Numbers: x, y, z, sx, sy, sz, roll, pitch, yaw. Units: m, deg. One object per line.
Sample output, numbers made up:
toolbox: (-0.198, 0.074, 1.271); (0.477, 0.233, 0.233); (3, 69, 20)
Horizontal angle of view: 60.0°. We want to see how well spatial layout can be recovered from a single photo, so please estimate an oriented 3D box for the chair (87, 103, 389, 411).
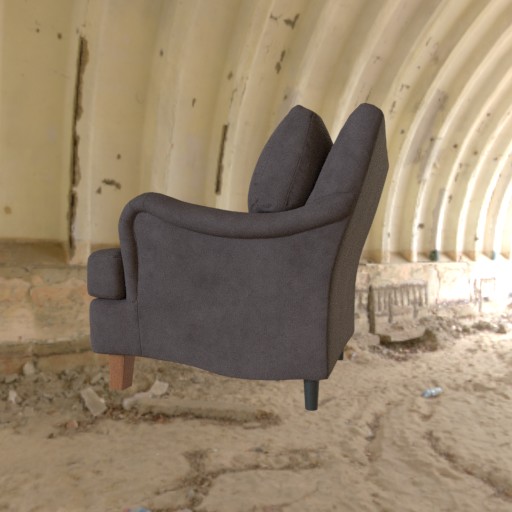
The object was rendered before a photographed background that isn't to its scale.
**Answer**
chair: (0.000, 0.000, 1.882); (1.070, 0.997, 0.955); (0, 0, 18)
